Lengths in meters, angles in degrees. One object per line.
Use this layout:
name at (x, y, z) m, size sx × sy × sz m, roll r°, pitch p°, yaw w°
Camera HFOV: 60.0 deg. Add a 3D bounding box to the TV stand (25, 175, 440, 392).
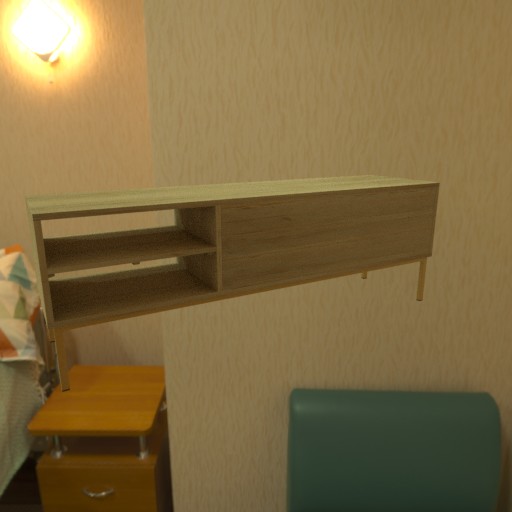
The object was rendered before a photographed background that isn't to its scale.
TV stand at (0.000, 0.000, 1.807) m, size 1.600 × 0.550 × 0.420 m, roll -8°, pitch 18°, yaw -28°
